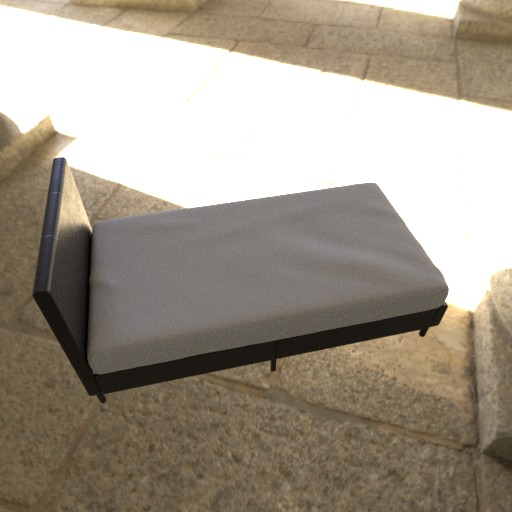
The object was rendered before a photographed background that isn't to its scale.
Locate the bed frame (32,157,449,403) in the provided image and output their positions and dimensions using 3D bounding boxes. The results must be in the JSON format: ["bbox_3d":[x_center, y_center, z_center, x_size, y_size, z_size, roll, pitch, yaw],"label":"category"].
[{"bbox_3d":[0.000,0.000,2.528,2.152,1.046,1.038,-9,46,-9],"label":"bed frame"}]
